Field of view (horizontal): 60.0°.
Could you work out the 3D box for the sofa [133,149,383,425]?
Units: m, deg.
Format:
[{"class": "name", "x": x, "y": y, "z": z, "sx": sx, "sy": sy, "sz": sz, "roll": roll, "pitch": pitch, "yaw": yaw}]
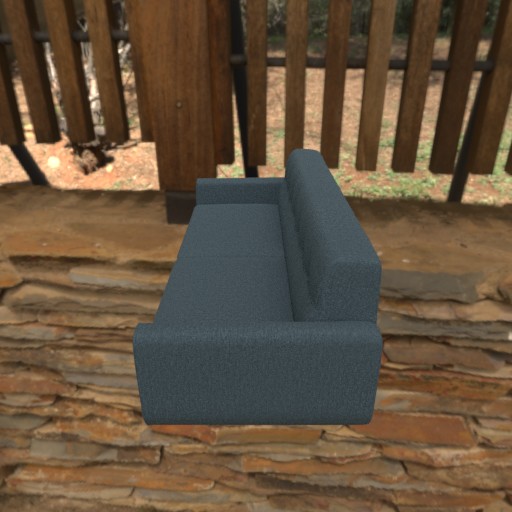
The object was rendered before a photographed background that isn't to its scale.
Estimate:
[{"class": "sofa", "x": 0.000, "y": 0.000, "z": 2.591, "sx": 0.942, "sy": 0.884, "sz": 2.055, "roll": 0, "pitch": 26, "yaw": 0}]
